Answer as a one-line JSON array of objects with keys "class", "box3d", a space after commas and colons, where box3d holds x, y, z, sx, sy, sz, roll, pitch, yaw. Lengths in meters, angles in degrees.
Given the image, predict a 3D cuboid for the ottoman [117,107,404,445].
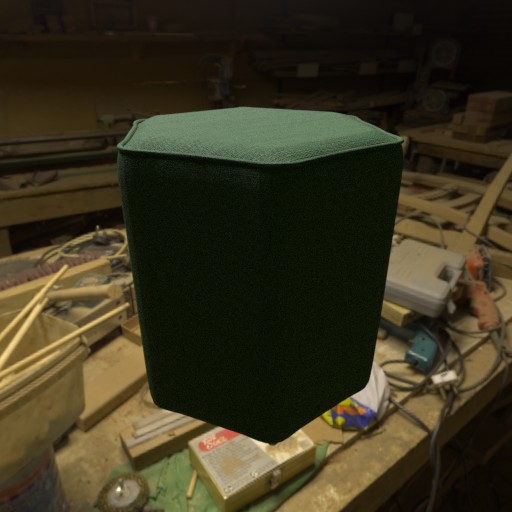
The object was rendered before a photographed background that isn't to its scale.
[{"class": "ottoman", "box3d": [0.000, 0.000, 0.866, 0.499, 0.507, 0.444, -18, 31, -33]}]
